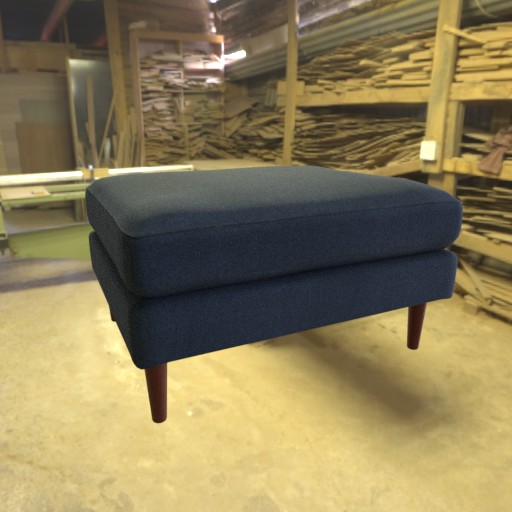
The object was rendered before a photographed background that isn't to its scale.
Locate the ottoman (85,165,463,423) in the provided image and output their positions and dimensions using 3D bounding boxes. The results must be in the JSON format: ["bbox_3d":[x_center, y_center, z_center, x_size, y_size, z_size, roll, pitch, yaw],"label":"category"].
[{"bbox_3d":[0.000,0.000,1.249,0.821,0.474,0.693,-8,19,-25],"label":"ottoman"}]
